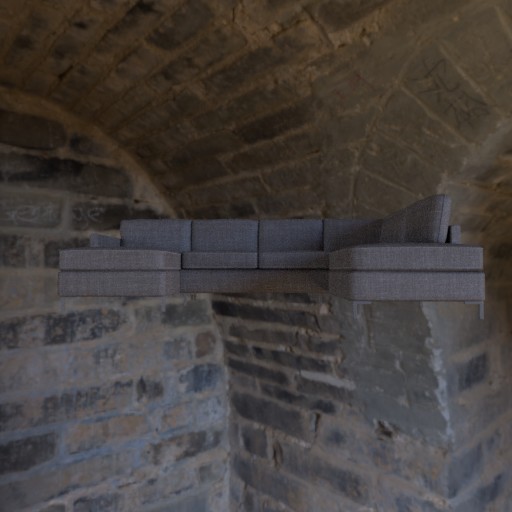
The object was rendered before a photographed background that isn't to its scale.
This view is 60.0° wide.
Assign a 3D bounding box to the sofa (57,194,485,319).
[{"bbox_3d":[0.000,0.000,4.302,3.423,0.999,2.048,0,-2,1],"label":"sofa"}]
